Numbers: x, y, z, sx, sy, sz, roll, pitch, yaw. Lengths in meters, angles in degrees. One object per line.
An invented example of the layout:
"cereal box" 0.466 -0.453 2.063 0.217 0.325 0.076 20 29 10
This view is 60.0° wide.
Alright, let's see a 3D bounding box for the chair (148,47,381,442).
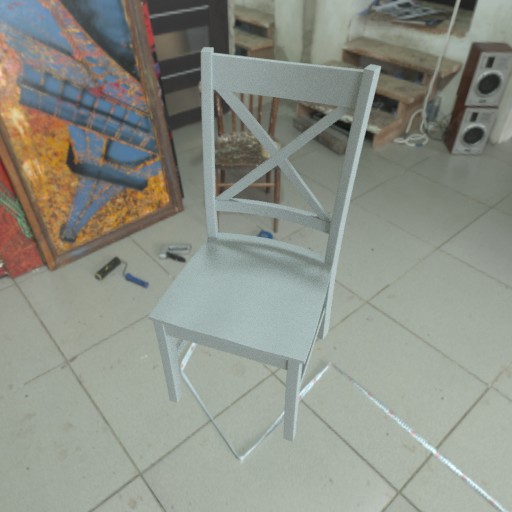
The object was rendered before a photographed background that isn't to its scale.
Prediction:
"chair" 0.000 0.000 1.306 0.485 0.983 0.542 13 42 15
